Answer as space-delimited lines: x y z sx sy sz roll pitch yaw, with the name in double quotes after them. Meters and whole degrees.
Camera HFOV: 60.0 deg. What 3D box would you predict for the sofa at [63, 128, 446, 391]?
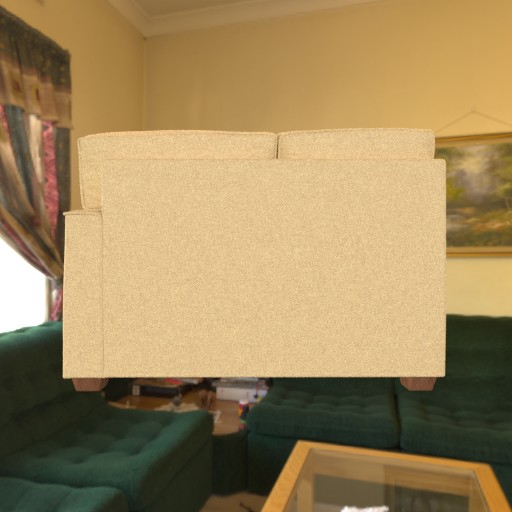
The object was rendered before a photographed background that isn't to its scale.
0.000 0.000 2.042 1.388 0.989 0.991 0 -1 0 "sofa"
